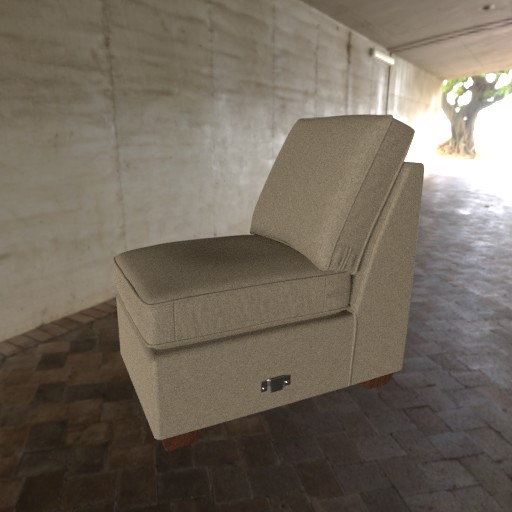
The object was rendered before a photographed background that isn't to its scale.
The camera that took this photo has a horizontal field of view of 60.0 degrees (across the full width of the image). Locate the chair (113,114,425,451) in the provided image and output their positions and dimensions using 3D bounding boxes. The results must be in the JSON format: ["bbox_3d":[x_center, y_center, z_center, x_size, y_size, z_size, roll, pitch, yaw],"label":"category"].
[{"bbox_3d":[0.000,0.000,1.731,1.020,1.058,0.674,-7,17,-25],"label":"chair"}]
